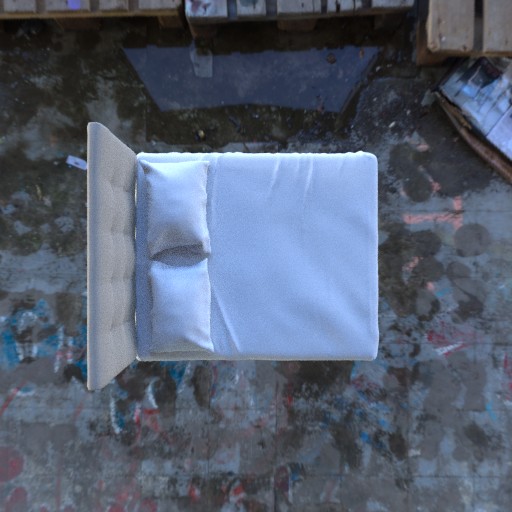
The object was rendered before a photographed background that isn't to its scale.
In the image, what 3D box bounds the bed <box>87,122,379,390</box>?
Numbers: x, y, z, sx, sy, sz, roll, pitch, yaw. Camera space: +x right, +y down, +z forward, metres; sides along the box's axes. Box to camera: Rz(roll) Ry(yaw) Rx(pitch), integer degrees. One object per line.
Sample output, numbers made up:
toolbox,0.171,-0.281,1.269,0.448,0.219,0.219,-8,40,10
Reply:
bed,0.000,0.000,3.456,2.222,1.577,1.936,0,90,0
